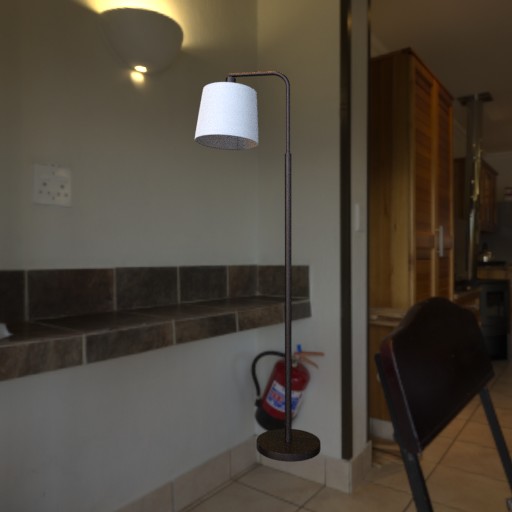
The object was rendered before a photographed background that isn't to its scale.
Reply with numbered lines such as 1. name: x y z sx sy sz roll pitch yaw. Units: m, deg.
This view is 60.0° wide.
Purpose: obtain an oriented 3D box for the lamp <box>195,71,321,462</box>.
1. lamp: 0.000 0.000 1.756 0.508 1.478 0.254 0 -1 18
